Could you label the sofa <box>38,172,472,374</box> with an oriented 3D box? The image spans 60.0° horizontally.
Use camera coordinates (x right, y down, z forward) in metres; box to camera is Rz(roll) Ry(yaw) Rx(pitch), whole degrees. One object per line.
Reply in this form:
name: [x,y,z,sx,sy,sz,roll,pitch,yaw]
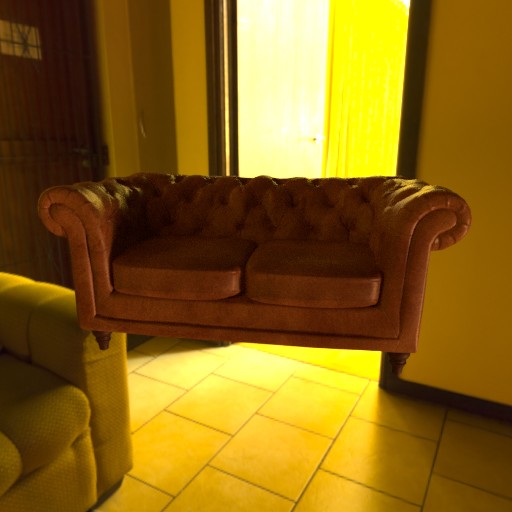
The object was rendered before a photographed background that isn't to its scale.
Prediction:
sofa: [0.000,0.000,2.504,1.979,0.877,1.042,2,15,9]
